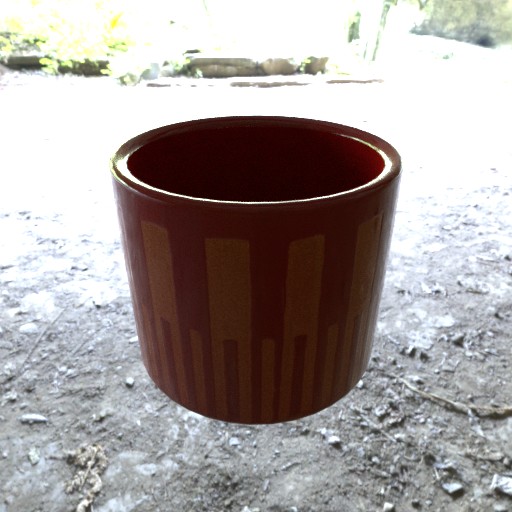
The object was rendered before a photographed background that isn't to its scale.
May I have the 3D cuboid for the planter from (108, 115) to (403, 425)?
[{"bbox_3d":[0.000,0.000,0.407,0.230,0.202,0.230,0,31,0],"label":"planter"}]
